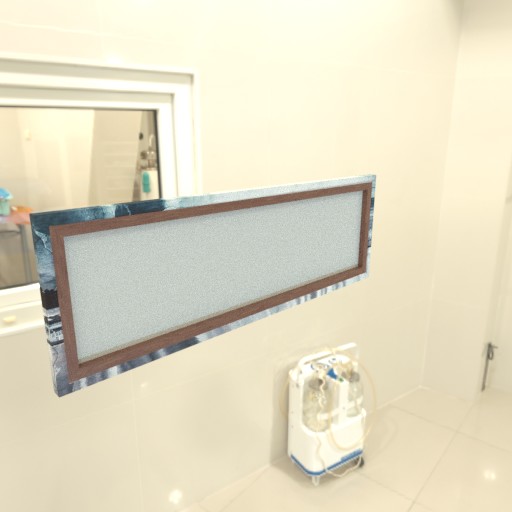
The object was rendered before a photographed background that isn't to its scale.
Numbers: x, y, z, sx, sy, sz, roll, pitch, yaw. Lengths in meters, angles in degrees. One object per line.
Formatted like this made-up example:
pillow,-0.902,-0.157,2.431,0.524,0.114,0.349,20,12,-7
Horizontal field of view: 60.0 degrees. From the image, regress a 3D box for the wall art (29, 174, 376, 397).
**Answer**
wall art,0.000,0.000,1.666,1.524,0.509,0.037,-14,21,-41
